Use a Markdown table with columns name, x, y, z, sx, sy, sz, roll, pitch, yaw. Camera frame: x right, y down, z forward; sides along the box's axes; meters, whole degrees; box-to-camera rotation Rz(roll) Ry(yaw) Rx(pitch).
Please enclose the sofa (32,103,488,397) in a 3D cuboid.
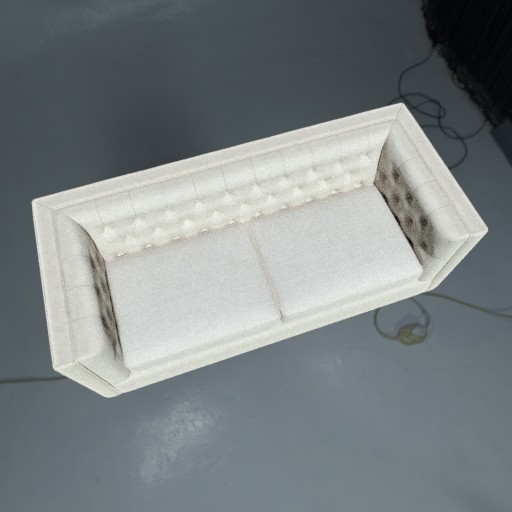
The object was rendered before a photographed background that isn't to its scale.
| name | x | y | z | sx | sy | sz | roll | pitch | yaw |
| --- | --- | --- | --- | --- | --- | --- | --- | --- | --- |
| sofa | 0.000 | 0.000 | 2.194 | 1.778 | 0.762 | 0.775 | -17 | 64 | -8 |
